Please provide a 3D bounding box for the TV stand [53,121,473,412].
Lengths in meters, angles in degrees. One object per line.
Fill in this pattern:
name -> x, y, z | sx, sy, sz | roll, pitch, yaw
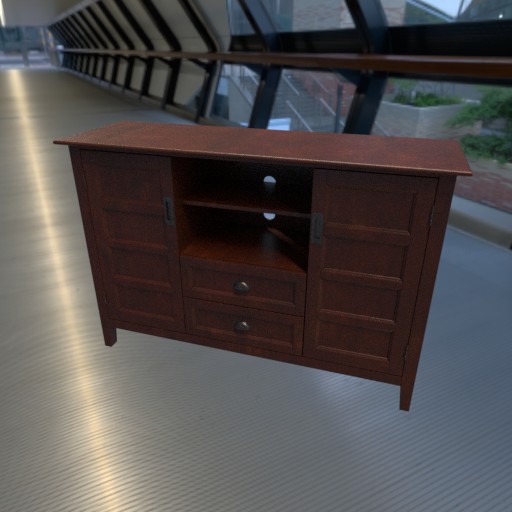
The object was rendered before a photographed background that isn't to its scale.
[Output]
TV stand -> 0.000, 0.000, 1.773 | 1.372, 0.915, 0.445 | 8, 27, 16
